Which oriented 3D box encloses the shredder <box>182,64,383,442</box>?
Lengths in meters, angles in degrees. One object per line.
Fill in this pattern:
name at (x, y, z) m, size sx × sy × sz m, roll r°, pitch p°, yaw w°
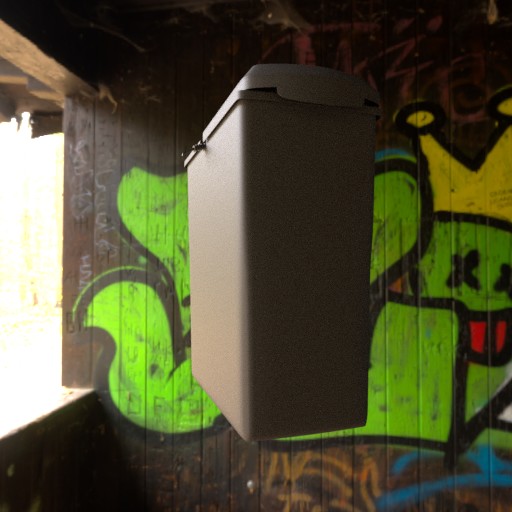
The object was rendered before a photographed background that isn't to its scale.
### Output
shredder at (0.000, 0.000, 0.524) m, size 0.170 × 0.335 × 0.320 m, roll 1°, pitch -2°, yaw -19°
